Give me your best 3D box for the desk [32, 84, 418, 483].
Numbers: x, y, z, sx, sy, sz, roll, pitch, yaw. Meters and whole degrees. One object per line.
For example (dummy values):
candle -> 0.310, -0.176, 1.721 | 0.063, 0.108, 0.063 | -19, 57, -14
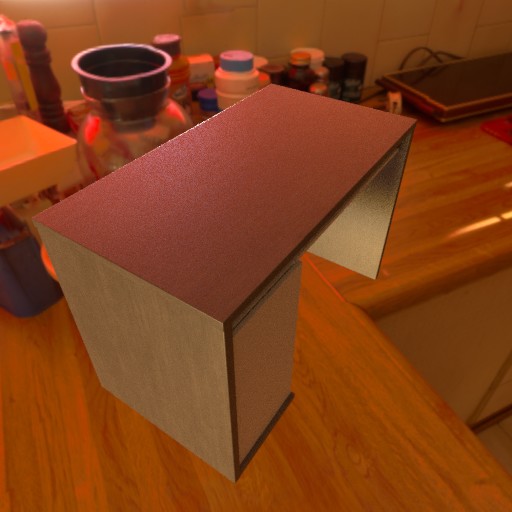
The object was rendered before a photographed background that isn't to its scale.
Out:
desk -> 0.000, 0.000, 1.560 | 0.600, 0.750, 1.100 | 24, 47, 25
